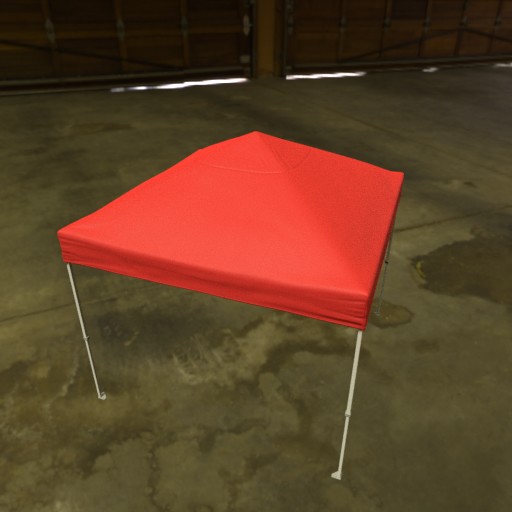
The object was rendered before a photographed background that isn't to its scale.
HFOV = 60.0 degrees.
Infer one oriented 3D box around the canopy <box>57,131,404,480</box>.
[{"bbox_3d":[0.000,0.000,5.374,2.998,2.997,2.996,11,31,18],"label":"canopy"}]
